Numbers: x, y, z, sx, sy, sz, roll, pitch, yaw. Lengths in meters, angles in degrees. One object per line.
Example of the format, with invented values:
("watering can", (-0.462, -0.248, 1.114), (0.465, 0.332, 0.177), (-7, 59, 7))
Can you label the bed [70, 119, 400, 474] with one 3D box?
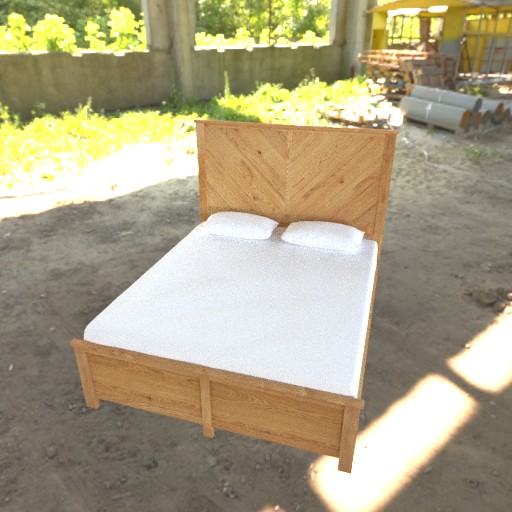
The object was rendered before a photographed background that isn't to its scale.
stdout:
("bed", (0.000, 0.000, 4.070), (2.225, 1.938, 2.530), (8, 27, 15))
